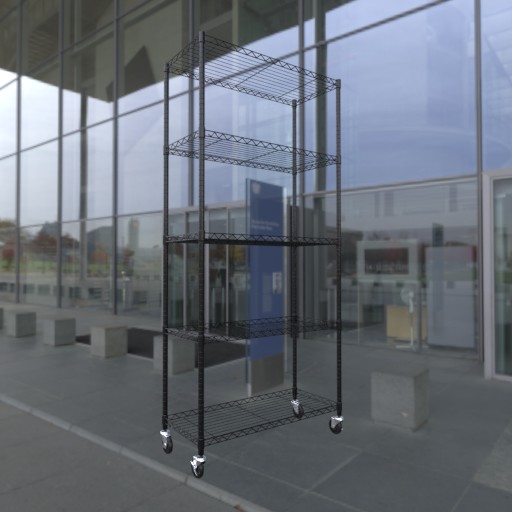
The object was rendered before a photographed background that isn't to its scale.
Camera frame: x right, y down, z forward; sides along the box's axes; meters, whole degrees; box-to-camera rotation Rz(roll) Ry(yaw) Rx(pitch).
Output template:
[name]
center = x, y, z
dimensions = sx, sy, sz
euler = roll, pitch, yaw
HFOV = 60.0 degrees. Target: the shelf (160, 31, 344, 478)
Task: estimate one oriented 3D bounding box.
[shelf]
center = 0.000, 0.000, 1.966
dimensions = 0.762, 1.645, 0.356
euler = 1, -1, -36
